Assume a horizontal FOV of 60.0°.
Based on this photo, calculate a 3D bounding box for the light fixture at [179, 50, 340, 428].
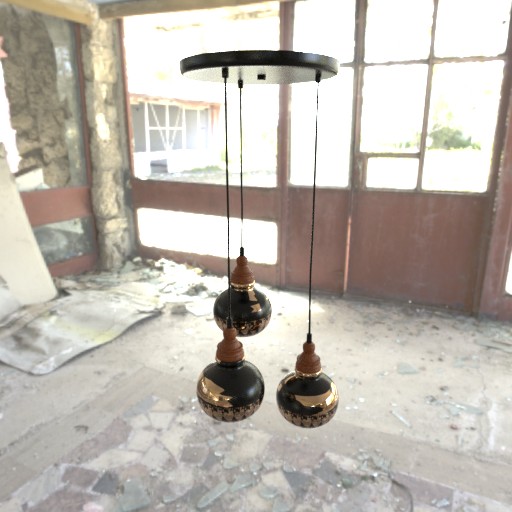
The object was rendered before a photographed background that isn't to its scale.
[{"bbox_3d":[0.000,0.000,1.766,0.608,1.410,0.605,-8,17,-27],"label":"light fixture"}]
